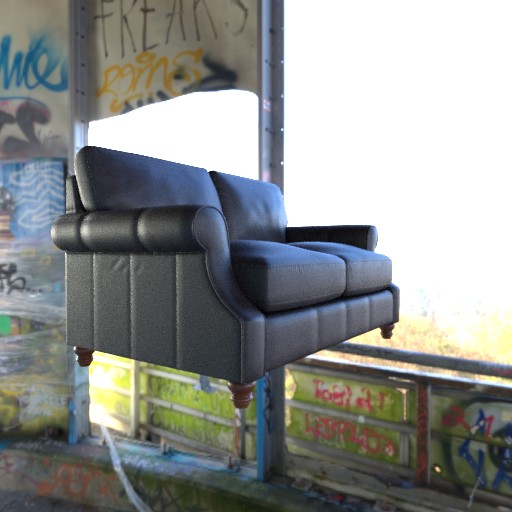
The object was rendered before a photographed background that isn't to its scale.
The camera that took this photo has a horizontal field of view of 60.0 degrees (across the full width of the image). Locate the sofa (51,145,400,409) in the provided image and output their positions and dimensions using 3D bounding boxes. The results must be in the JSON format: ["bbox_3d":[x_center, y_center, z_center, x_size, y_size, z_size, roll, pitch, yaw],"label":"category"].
[{"bbox_3d":[0.000,0.000,2.297,1.030,0.979,1.663,1,1,36],"label":"sofa"}]
